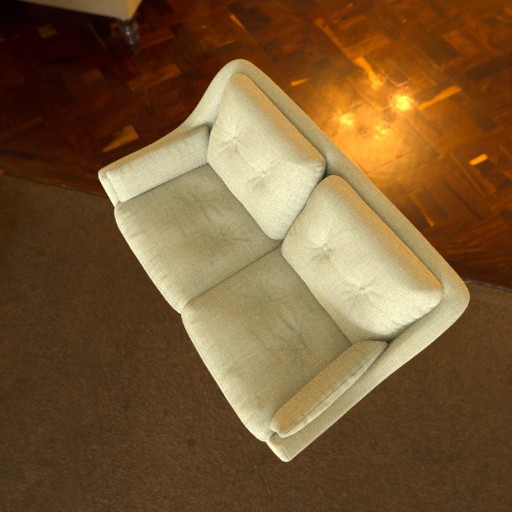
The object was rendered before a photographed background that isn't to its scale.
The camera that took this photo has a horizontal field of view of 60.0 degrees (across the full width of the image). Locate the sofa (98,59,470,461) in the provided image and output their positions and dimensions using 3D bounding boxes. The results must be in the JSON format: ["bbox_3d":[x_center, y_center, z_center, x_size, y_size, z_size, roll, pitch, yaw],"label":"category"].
[{"bbox_3d":[0.000,0.000,2.179,0.965,0.888,1.652,-32,69,-14],"label":"sofa"}]
